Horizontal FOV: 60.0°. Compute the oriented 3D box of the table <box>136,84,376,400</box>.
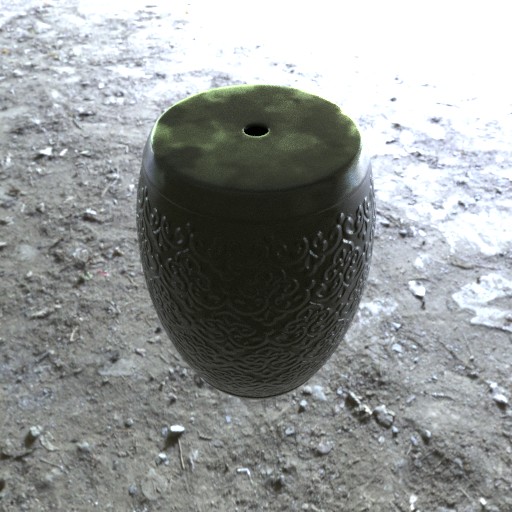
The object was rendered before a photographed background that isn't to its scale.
[{"bbox_3d":[0.000,0.000,0.623,0.309,0.397,0.309,0,45,0],"label":"table"}]
